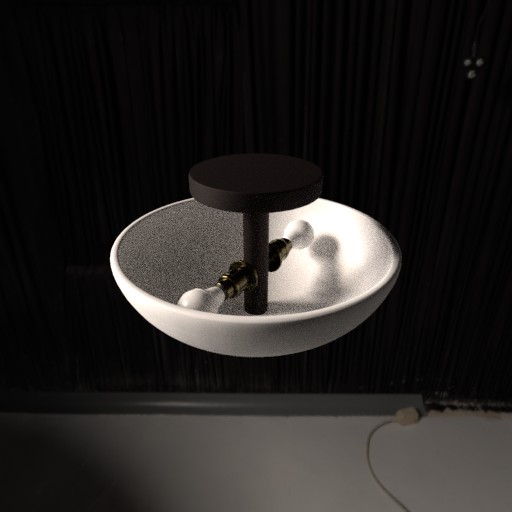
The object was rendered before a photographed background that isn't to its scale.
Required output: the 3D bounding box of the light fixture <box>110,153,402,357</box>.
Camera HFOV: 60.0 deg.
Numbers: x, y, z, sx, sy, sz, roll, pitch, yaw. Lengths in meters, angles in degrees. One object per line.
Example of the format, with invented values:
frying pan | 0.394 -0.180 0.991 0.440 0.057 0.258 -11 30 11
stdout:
light fixture | 0.000 0.000 0.534 0.331 0.212 0.331 0 28 0
